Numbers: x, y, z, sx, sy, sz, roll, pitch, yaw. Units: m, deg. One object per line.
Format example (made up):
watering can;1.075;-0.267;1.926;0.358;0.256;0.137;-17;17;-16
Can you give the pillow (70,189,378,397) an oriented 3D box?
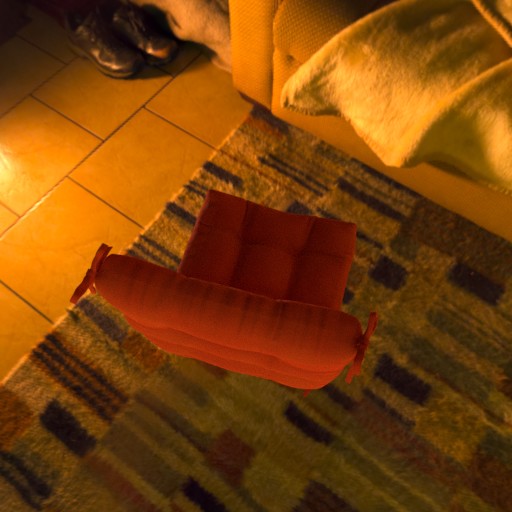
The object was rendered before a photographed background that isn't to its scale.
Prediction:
pillow;0.000;0.000;1.049;0.519;0.605;0.571;14;65;7
